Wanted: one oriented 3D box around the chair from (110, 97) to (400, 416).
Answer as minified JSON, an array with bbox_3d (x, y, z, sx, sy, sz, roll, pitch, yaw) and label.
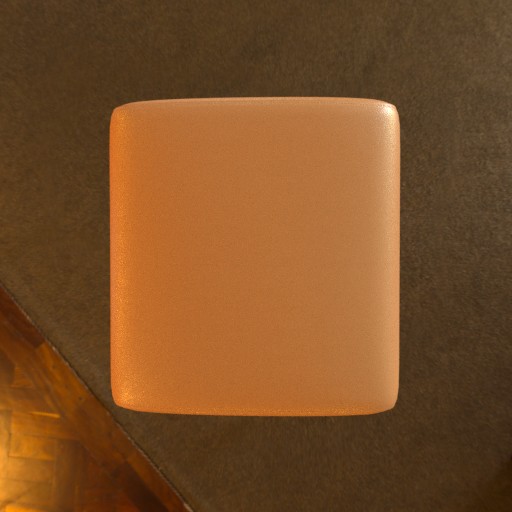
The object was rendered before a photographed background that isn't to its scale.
[{"bbox_3d":[0.000,0.000,0.886,0.530,0.410,0.530,0,91,2],"label":"chair"}]
